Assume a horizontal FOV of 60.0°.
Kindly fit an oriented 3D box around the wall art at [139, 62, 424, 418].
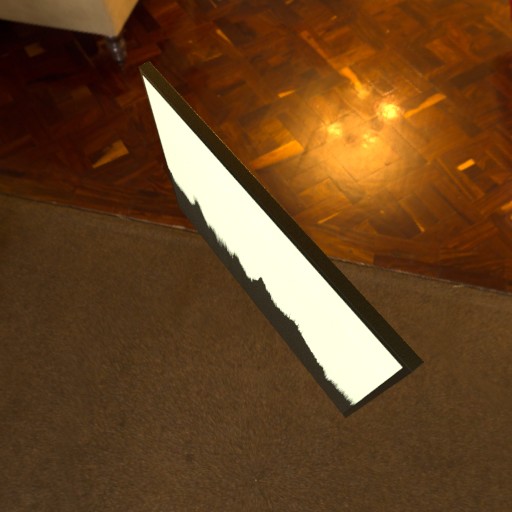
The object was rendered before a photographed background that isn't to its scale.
[{"bbox_3d":[0.000,0.000,0.856,0.022,0.446,0.659,-34,68,-16],"label":"wall art"}]
